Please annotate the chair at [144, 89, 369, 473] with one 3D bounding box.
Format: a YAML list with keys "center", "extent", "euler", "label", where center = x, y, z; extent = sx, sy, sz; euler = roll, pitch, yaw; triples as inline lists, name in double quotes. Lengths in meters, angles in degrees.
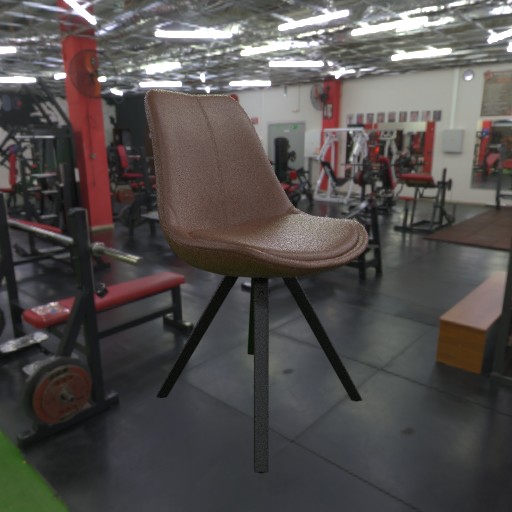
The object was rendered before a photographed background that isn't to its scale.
- center: [0.000, 0.000, 1.174]
  extent: [0.550, 0.850, 0.475]
  euler: [14, 21, 43]
  label: "chair"
